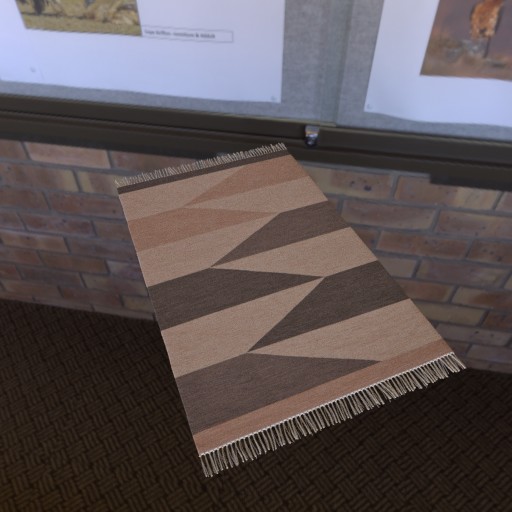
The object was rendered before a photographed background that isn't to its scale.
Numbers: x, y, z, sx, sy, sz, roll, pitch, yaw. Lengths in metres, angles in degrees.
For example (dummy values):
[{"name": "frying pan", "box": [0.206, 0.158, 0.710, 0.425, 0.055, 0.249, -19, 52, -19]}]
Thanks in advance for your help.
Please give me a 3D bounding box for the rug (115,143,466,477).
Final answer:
[{"name": "rug", "box": [0.000, 0.000, 2.465, 1.224, 0.027, 2.021, -16, 48, -15]}]
